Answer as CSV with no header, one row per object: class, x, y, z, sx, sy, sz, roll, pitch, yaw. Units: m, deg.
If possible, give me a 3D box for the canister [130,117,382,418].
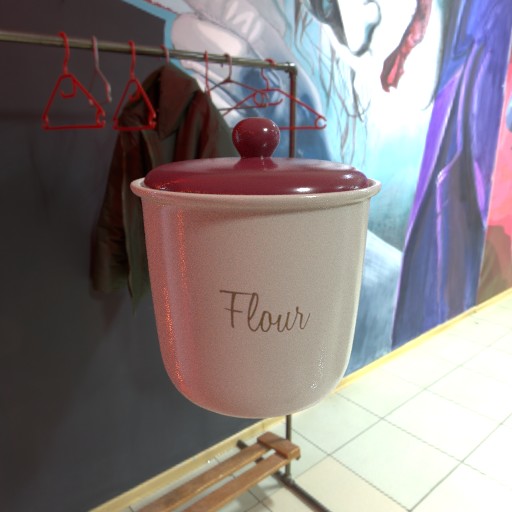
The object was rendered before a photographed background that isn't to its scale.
canister,0.000,0.000,0.347,0.182,0.208,0.182,0,15,0
